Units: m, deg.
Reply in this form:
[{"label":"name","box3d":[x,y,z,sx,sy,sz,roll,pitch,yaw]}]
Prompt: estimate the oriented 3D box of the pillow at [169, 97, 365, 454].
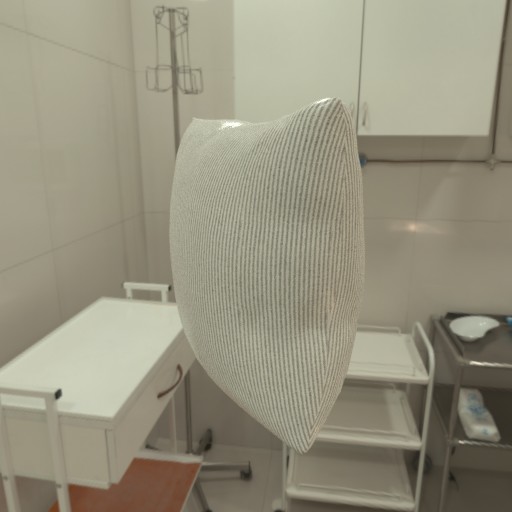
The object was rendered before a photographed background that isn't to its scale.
[{"label":"pillow","box3d":[0.000,0.000,0.686,0.310,0.432,0.387,2,15,8]}]
